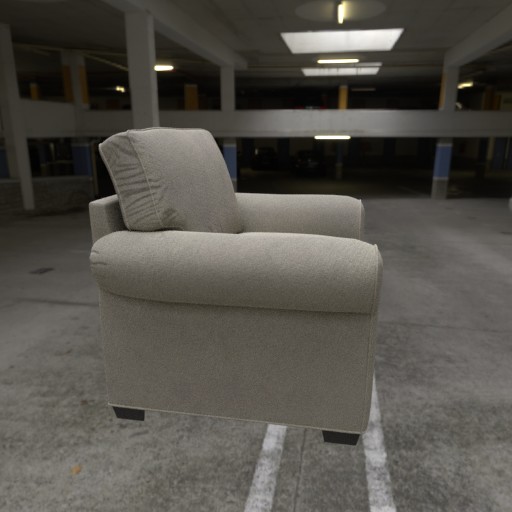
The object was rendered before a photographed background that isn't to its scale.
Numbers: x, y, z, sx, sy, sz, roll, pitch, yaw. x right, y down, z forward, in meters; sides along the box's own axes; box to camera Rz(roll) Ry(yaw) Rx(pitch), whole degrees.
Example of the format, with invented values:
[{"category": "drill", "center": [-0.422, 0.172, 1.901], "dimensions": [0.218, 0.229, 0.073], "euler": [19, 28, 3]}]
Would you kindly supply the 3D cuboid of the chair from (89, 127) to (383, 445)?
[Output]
[{"category": "chair", "center": [0.000, 0.000, 1.877], "dimensions": [0.939, 1.044, 1.147], "euler": [3, 16, 10]}]
